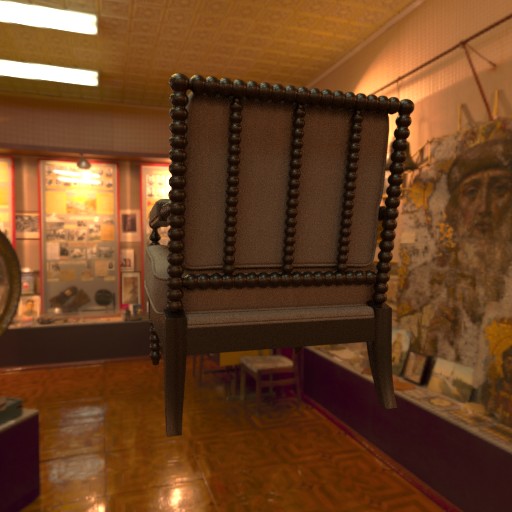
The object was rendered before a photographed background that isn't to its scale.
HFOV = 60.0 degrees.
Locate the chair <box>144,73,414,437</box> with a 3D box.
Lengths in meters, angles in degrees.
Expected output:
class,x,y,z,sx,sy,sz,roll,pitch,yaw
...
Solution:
class,x,y,z,sx,sy,sz,roll,pitch,yaw
chair,0.000,0.000,1.128,0.540,0.661,0.622,0,2,-17
